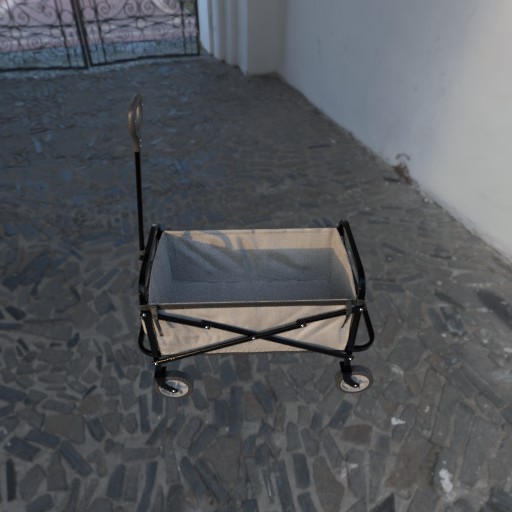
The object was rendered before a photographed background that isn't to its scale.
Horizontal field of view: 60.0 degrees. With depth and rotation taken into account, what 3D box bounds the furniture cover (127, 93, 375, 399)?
[{"bbox_3d":[0.000,0.000,1.783,1.038,1.295,0.532,-1,41,-1],"label":"furniture cover"}]
